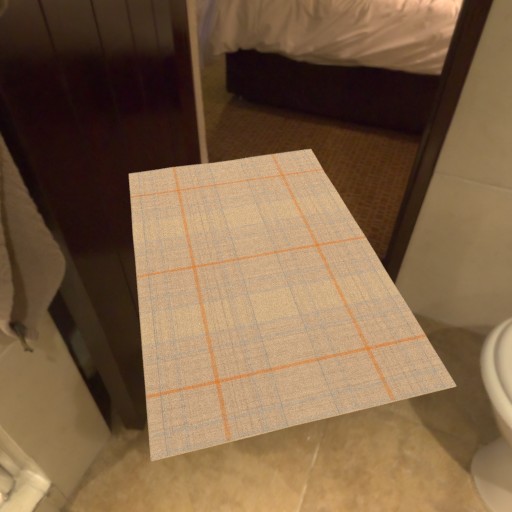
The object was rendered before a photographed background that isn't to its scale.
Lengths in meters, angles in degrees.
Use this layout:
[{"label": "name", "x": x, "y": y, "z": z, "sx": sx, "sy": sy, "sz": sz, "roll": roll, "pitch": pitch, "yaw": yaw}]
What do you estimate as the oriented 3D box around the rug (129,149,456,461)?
[{"label": "rug", "x": 0.000, "y": 0.000, "z": 2.314, "sx": 1.232, "sy": 0.015, "sz": 1.825, "roll": -10, "pitch": 46, "yaw": -10}]
